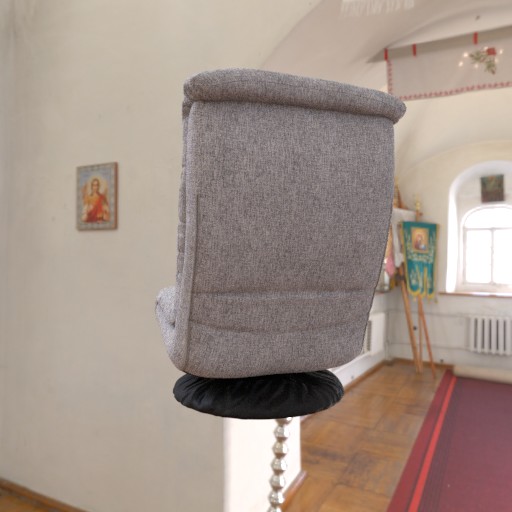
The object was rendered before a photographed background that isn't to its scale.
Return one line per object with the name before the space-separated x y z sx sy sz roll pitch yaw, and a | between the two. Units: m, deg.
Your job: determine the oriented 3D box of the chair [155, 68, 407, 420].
chair | 0.000 0.000 0.975 0.400 0.600 0.583 0 0 -18
